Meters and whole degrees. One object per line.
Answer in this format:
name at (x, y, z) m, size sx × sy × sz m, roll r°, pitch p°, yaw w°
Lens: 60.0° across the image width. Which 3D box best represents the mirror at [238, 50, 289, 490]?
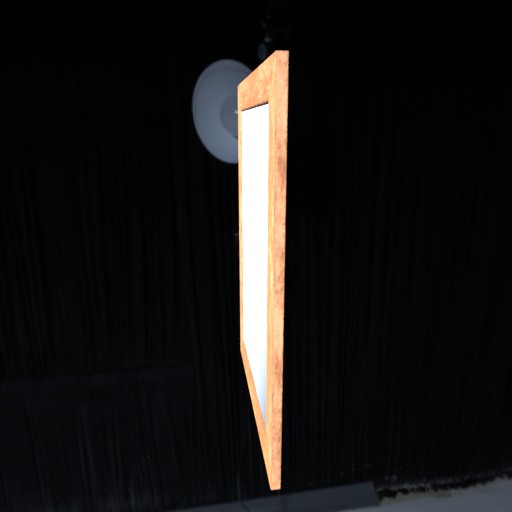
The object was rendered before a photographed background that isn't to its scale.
mirror at (0.000, 0.000, 1.432) m, size 0.028 × 1.099 × 0.796 m, roll -2°, pitch 16°, yaw -8°
